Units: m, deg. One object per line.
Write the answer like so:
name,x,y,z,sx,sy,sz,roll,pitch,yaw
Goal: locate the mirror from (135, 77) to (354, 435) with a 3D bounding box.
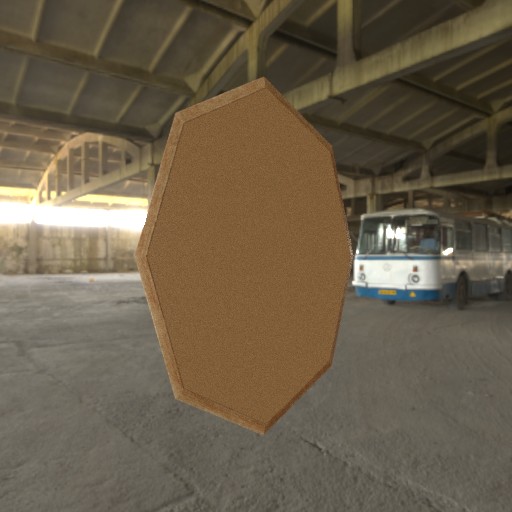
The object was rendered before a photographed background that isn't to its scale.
mirror,0.000,0.000,0.981,0.577,0.774,0.070,0,0,-37
